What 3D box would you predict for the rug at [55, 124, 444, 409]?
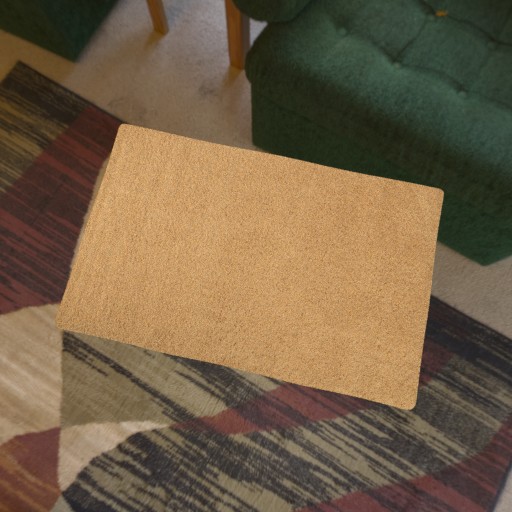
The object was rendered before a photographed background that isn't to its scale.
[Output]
[{"bbox_3d":[0.000,0.000,2.980,2.349,0.025,1.500,12,76,3],"label":"rug"}]
